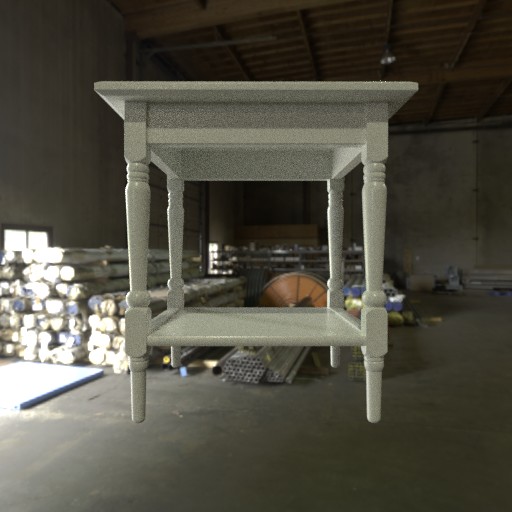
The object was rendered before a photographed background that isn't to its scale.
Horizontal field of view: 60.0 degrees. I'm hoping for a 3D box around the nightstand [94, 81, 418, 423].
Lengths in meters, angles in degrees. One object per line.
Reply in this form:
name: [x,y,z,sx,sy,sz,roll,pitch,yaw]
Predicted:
nightstand: [0.000,0.000,0.922,0.505,0.555,0.459,0,1,0]
